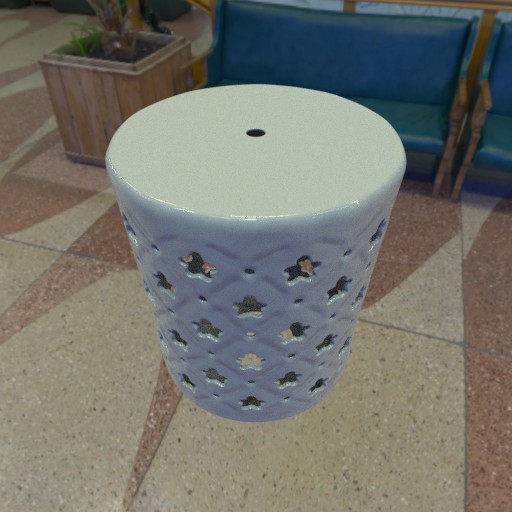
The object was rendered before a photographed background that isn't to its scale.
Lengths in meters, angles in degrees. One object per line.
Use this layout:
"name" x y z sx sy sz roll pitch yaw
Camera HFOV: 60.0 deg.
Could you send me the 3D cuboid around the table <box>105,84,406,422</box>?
"table" 0.000 0.000 0.651 0.352 0.387 0.352 0 41 0
